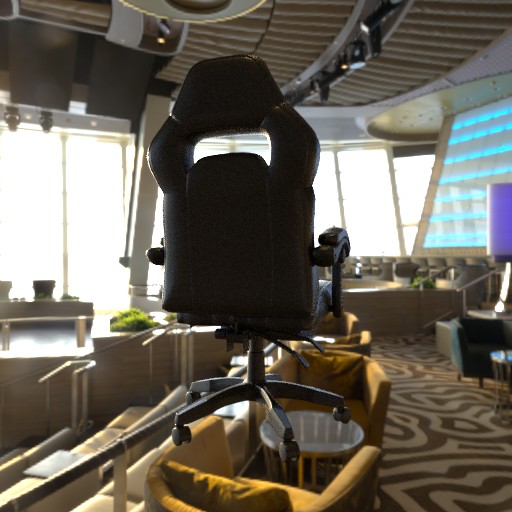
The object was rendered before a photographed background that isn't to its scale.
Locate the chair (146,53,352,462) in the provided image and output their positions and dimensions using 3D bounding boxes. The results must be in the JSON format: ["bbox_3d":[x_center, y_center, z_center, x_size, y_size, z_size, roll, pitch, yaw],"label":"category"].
[{"bbox_3d":[0.000,0.000,1.711,0.700,1.280,0.700,0,0,18],"label":"chair"}]
